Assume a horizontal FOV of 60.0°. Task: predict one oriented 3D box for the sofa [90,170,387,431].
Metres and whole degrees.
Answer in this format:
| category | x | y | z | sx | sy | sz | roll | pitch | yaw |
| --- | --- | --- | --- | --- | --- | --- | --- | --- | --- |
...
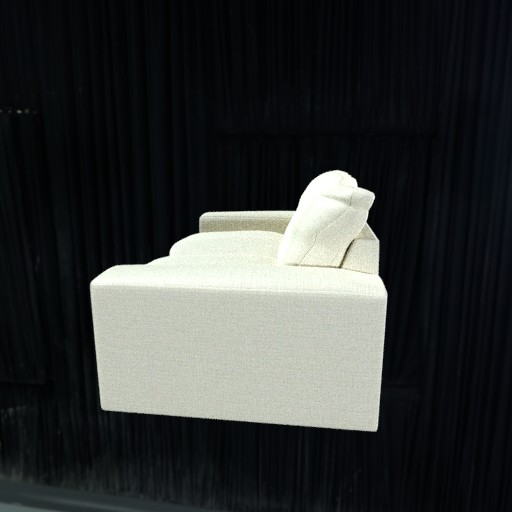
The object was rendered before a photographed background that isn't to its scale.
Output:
| category | x | y | z | sx | sy | sz | roll | pitch | yaw |
| --- | --- | --- | --- | --- | --- | --- | --- | --- | --- |
| sofa | 0.000 | 0.000 | 2.363 | 1.091 | 0.875 | 1.754 | 2 | 14 | 7 |
